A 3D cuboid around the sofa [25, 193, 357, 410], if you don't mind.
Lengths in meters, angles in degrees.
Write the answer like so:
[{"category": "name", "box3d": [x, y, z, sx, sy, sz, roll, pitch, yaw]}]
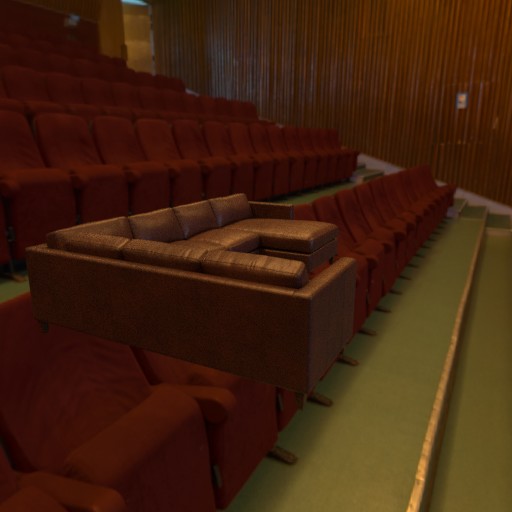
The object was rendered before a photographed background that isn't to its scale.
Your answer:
[{"category": "sofa", "box3d": [0.000, 0.000, 4.476, 2.452, 0.891, 3.324, 8, 16, 27]}]
